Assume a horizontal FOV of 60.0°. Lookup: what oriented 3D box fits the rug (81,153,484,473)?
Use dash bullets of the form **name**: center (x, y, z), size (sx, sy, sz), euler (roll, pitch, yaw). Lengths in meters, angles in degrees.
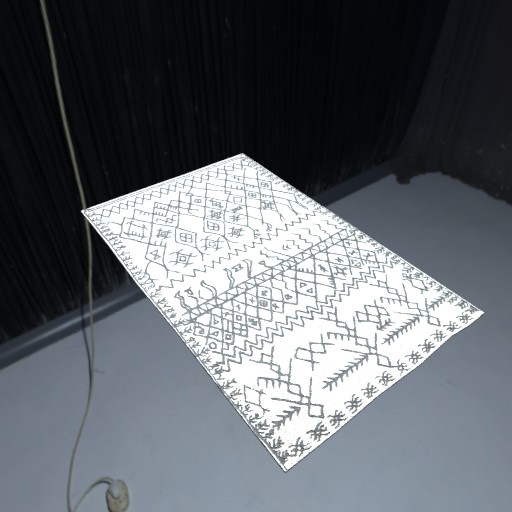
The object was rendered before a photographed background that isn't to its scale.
- **rug**: center (0.000, 0.000, 3.002), size (1.530, 0.012, 2.444), euler (-26, 47, -27)
